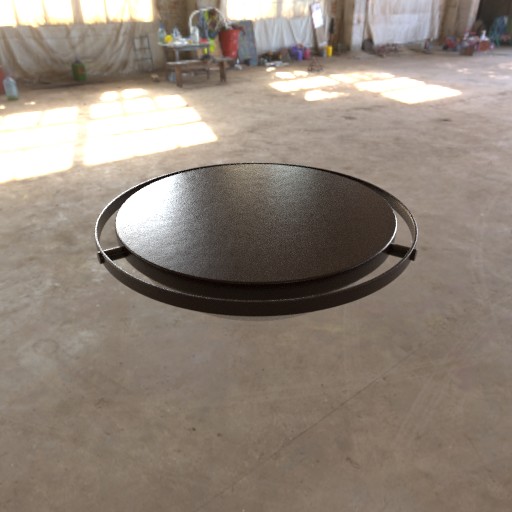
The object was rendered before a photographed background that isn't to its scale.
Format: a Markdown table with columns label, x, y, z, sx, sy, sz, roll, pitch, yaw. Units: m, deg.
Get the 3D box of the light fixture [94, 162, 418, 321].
| label | x | y | z | sx | sy | sz | roll | pitch | yaw |
| --- | --- | --- | --- | --- | --- | --- | --- | --- | --- |
| light fixture | 0.000 | 0.000 | 0.548 | 0.361 | 0.130 | 0.361 | 0 | 30 | 0 |
